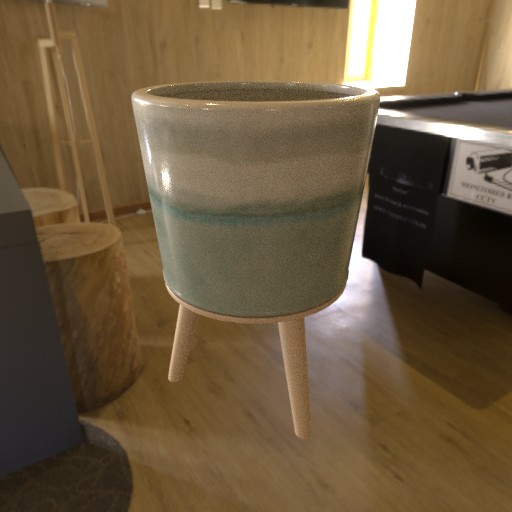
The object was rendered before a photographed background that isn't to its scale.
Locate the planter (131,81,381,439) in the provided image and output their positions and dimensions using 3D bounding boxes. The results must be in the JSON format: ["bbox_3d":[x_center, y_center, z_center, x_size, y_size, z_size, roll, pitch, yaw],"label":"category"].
[{"bbox_3d":[0.000,0.000,0.570,0.265,0.404,0.265,-8,26,-16],"label":"planter"}]
